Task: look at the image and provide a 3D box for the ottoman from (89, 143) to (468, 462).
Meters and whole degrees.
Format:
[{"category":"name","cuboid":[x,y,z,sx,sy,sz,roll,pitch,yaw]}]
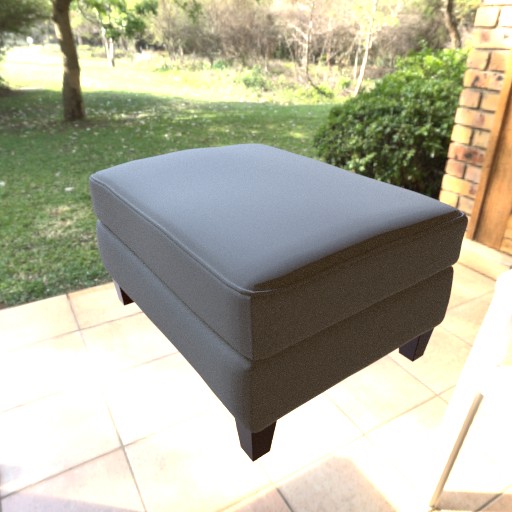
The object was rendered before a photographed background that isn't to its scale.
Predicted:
[{"category":"ottoman","cuboid":[0.000,0.000,1.202,0.634,0.479,0.818,-19,33,-31]}]
